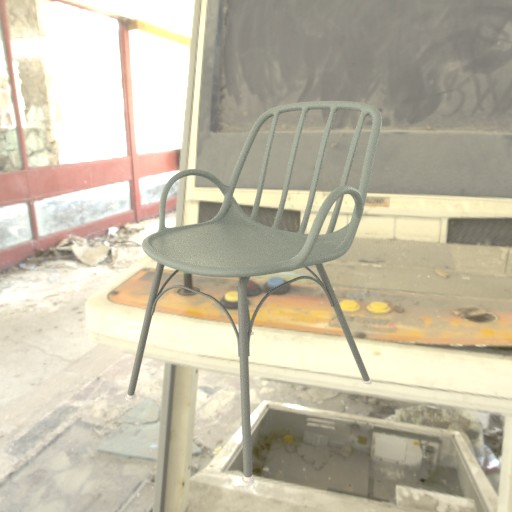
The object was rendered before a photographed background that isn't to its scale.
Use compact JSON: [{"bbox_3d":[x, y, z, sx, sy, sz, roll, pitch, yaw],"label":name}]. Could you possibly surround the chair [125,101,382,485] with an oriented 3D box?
[{"bbox_3d":[0.000,0.000,1.212,0.549,0.816,0.597,15,22,39],"label":"chair"}]
